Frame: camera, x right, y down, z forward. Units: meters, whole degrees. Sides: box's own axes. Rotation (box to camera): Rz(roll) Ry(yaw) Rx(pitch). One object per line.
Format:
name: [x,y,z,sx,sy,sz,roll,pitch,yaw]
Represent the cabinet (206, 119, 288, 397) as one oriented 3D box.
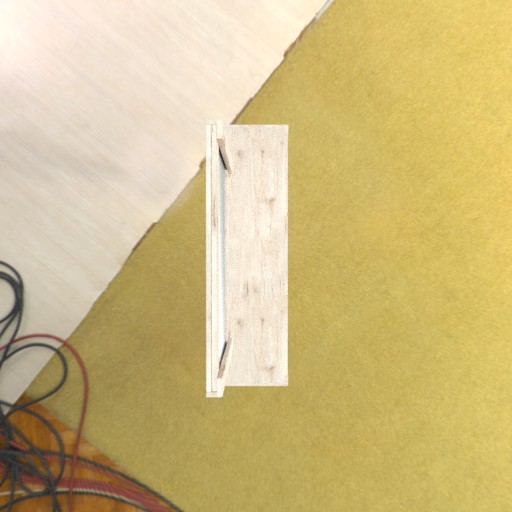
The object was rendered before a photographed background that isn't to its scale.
cabinet: [0.000,0.000,2.821,0.420,1.981,1.700,0,91,0]
